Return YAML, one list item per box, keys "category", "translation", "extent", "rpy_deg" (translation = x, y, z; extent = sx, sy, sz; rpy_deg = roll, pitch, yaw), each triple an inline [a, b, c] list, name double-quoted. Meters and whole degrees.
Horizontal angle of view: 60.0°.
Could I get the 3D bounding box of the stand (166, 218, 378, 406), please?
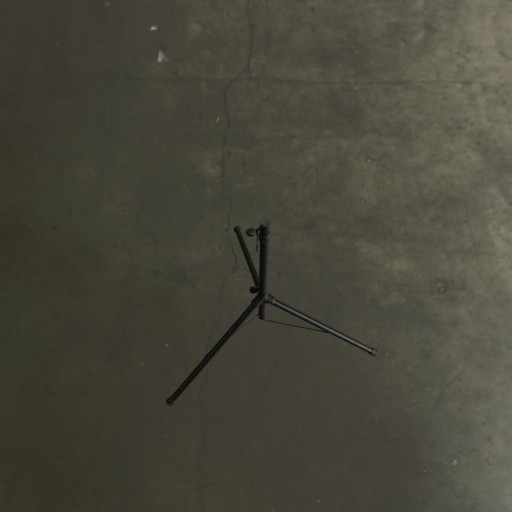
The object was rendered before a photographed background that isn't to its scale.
- category: "stand"
  translation: [0.000, 0.000, 2.831]
  extent: [1.596, 1.595, 1.339]
  rpy_deg: [-11, 65, -5]
